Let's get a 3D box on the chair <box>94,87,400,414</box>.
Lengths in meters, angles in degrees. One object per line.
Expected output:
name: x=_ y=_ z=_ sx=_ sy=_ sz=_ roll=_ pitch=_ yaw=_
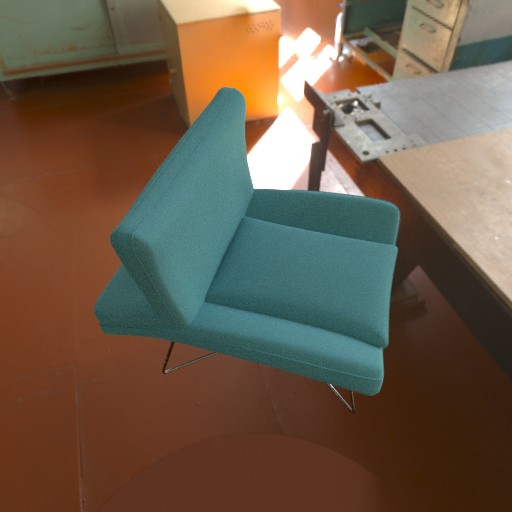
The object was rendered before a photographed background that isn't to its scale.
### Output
chair: x=0.000 y=0.000 z=1.629 sx=1.008 sy=0.855 sz=0.859 roll=12 pitch=48 yaw=11
